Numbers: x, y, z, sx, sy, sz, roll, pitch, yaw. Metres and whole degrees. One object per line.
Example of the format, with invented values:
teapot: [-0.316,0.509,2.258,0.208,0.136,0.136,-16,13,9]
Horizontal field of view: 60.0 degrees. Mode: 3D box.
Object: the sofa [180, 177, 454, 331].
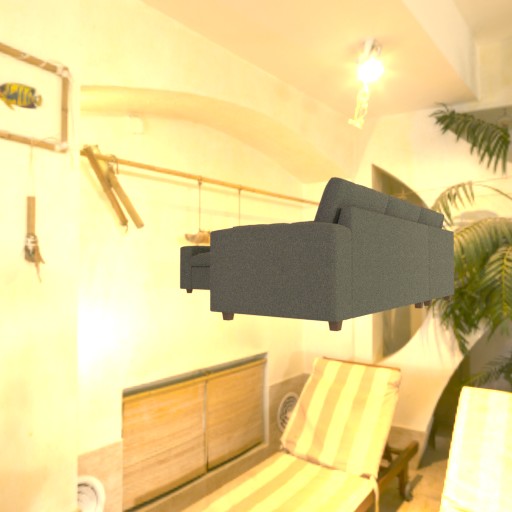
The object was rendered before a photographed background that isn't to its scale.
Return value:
sofa: [0.000,0.000,4.681,3.277,0.965,2.895,-1,-1,36]
